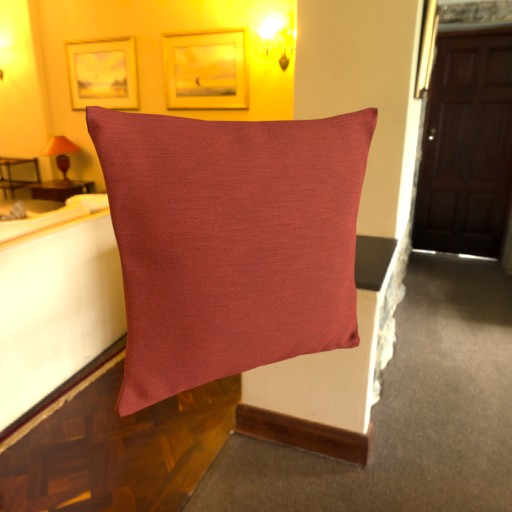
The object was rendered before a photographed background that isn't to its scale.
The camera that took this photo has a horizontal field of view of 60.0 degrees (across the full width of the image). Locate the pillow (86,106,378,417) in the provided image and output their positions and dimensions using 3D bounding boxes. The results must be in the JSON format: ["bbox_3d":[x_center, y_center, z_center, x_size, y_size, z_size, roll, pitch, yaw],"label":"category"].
[{"bbox_3d":[0.000,0.000,0.649,0.435,0.416,0.151,-9,20,-26],"label":"pillow"}]
